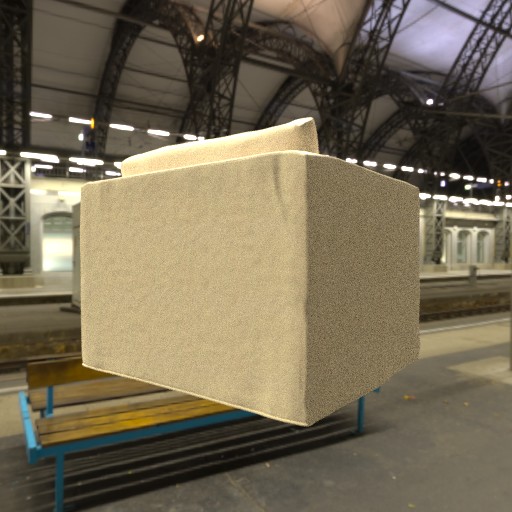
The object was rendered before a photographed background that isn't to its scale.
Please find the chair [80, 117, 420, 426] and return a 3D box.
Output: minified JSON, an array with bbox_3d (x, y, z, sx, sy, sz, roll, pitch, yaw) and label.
[{"bbox_3d":[0.000,0.000,1.779,1.057,0.851,0.947,0,1,37],"label":"chair"}]
